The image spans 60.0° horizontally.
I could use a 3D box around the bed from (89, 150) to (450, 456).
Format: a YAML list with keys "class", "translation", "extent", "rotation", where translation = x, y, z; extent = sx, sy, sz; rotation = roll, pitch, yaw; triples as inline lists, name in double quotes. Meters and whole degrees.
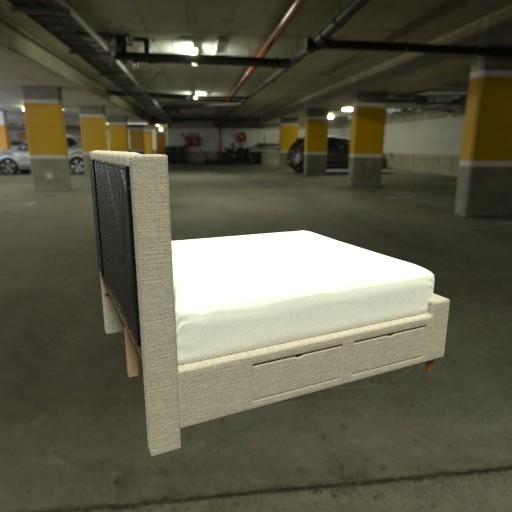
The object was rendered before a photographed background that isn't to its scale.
- class: "bed"
  translation: [0.000, 0.000, 3.772]
  extent: [2.372, 1.748, 2.044]
  rotation: [-7, 15, -25]
